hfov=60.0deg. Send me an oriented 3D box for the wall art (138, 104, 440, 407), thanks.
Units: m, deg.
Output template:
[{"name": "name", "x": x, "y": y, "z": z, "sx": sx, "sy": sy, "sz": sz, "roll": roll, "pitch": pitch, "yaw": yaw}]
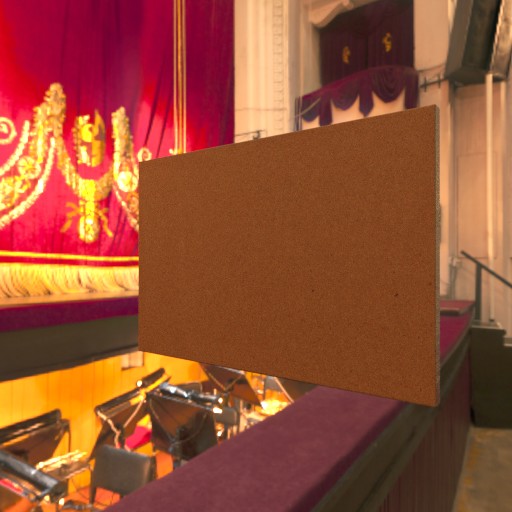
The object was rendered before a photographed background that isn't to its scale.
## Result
[{"name": "wall art", "x": 0.000, "y": 0.000, "z": 0.787, "sx": 0.615, "sy": 0.410, "sz": 0.021, "roll": 0, "pitch": 0, "yaw": 36}]
